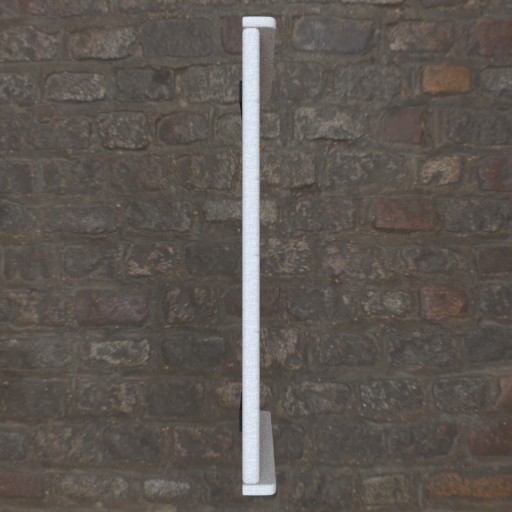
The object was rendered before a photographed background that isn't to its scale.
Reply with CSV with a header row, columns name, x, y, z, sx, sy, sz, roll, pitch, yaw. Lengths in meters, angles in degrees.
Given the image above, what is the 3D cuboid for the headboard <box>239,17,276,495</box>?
name,x,y,z,sx,sy,sz,roll,pitch,yaw
headboard,0.000,0.000,2.656,0.184,1.524,2.051,0,90,0
